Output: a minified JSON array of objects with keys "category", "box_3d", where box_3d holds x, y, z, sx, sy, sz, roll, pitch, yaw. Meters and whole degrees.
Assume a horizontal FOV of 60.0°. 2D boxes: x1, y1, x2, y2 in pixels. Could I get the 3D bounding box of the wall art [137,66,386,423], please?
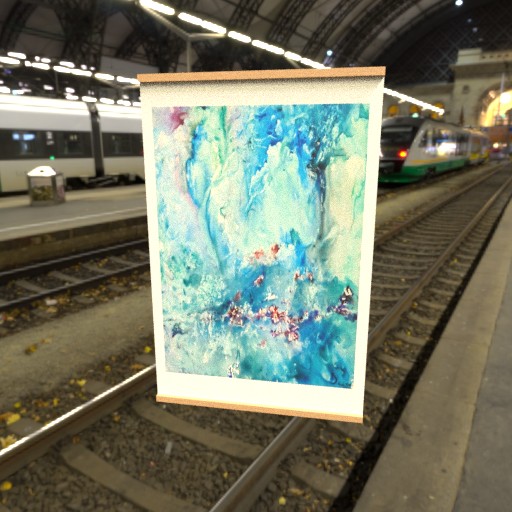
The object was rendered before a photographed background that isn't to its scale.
[{"category":"wall art","box_3d":[0.000,0.000,1.311,0.669,1.020,0.027,3,14,10]}]
